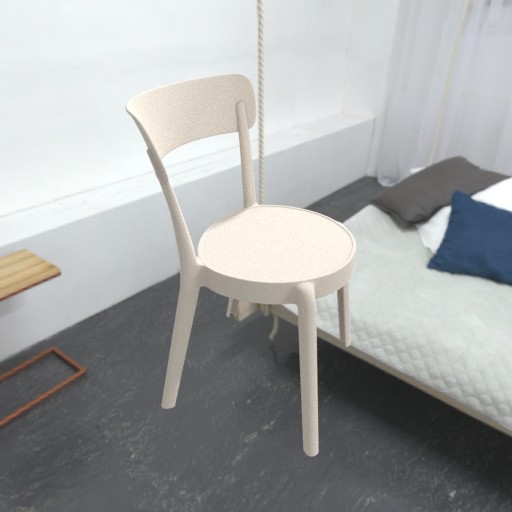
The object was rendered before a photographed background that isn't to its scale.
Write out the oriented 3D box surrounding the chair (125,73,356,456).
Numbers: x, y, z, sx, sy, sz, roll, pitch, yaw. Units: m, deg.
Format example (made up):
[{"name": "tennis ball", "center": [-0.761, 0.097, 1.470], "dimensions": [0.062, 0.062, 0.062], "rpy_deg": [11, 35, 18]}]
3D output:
[{"name": "chair", "center": [0.000, 0.000, 1.129], "dimensions": [0.491, 0.790, 0.506], "rpy_deg": [11, 33, 18]}]
